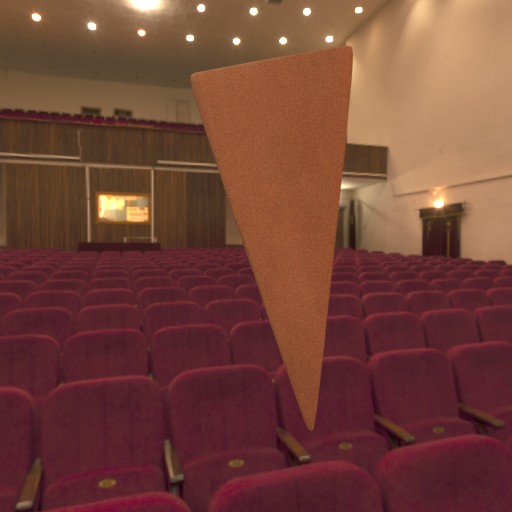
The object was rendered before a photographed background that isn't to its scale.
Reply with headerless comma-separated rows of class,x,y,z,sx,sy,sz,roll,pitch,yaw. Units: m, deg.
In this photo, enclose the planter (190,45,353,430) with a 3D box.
planter,0.000,0.000,0.272,0.081,0.224,0.101,0,1,-18
